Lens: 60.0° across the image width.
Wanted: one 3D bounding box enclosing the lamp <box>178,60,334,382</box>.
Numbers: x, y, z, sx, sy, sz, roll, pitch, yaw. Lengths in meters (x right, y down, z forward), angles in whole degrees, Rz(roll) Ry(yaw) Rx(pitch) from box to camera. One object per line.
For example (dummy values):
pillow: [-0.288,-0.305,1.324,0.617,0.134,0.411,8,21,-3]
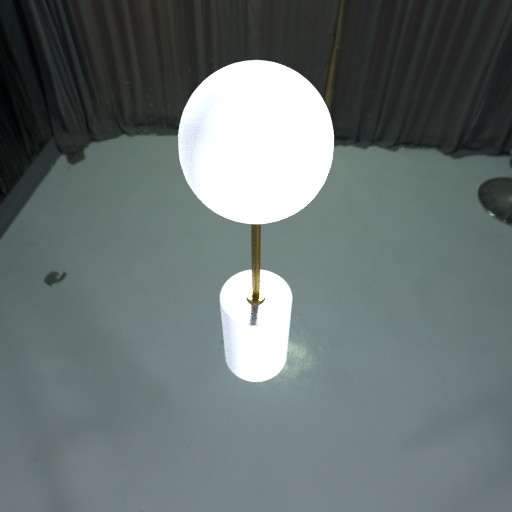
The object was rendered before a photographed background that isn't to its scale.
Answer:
lamp: [0.000,0.000,0.561,0.153,0.480,0.153,0,47,0]
